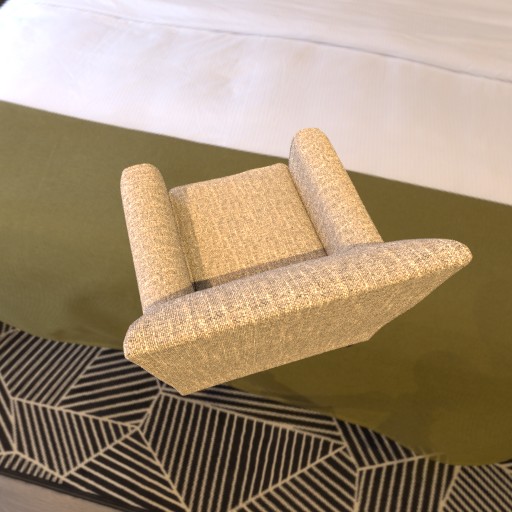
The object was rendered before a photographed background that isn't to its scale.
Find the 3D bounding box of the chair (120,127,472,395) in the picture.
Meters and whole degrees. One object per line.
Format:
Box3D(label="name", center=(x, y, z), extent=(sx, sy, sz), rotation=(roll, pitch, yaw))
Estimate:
Box3D(label="chair", center=(0.000, 0.000, 1.622), extent=(0.864, 0.928, 0.873), rotation=(-14, 59, -9))
